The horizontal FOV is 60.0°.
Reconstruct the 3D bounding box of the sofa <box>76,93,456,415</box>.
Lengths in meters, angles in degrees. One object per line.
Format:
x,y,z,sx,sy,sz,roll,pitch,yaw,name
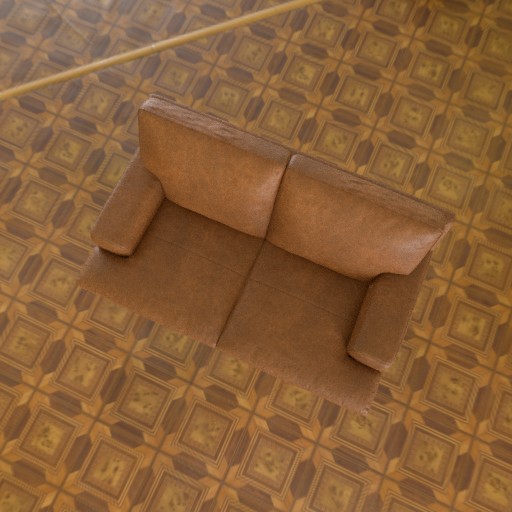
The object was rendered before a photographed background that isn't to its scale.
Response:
0.000,0.000,2.551,1.880,0.966,1.144,23,76,6,sofa
